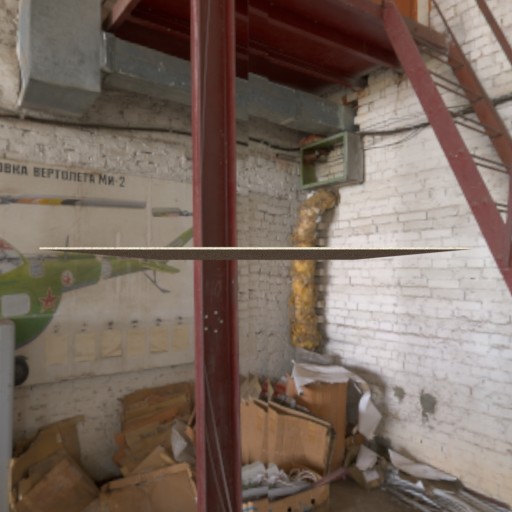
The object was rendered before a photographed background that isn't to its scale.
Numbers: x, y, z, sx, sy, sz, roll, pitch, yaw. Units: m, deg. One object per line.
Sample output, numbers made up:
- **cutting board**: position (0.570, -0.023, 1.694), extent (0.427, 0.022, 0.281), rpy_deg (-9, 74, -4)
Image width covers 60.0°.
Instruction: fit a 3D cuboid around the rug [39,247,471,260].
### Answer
- **rug**: position (0.000, 0.000, 3.413), extent (2.073, 0.011, 2.584), rpy_deg (0, -2, 0)
